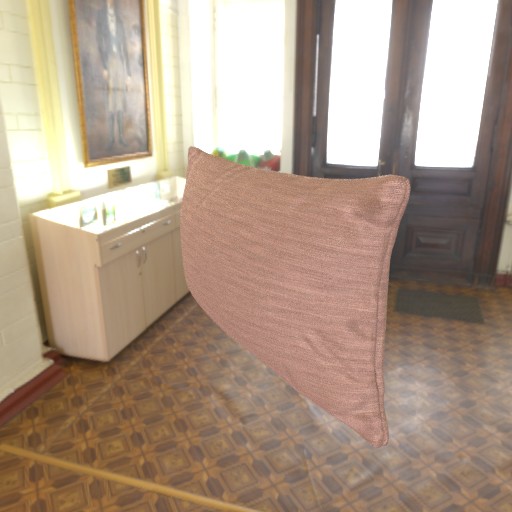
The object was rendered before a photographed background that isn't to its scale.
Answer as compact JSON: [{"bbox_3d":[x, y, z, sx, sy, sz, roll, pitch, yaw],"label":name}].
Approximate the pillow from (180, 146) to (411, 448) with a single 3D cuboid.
[{"bbox_3d":[0.000,0.000,0.764,0.210,0.338,0.633,-9,19,-27],"label":"pillow"}]
